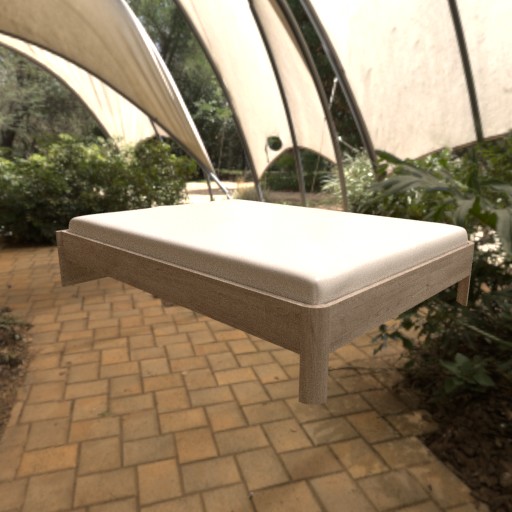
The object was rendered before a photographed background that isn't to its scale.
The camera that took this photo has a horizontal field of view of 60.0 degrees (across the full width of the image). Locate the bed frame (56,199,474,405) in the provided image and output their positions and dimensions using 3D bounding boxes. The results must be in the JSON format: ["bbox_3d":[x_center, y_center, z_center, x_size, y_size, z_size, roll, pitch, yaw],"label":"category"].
[{"bbox_3d":[0.000,0.000,2.583,1.950,0.462,1.490,13,19,43],"label":"bed frame"}]
